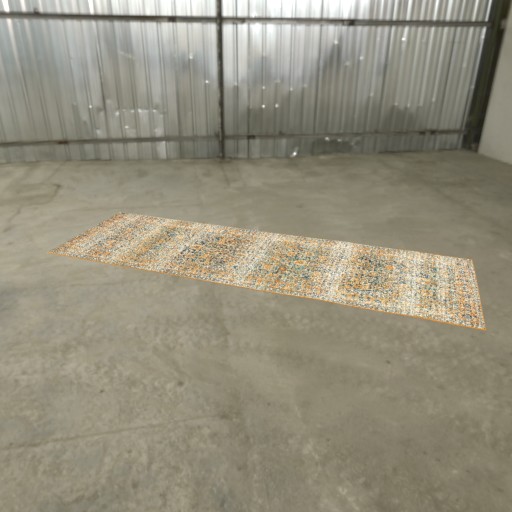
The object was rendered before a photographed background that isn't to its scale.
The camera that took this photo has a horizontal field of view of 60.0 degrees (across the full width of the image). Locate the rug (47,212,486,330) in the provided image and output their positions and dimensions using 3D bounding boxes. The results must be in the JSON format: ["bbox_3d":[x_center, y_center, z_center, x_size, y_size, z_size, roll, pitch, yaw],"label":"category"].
[{"bbox_3d":[0.000,0.000,2.495,2.294,0.014,0.704,9,27,17],"label":"rug"}]
